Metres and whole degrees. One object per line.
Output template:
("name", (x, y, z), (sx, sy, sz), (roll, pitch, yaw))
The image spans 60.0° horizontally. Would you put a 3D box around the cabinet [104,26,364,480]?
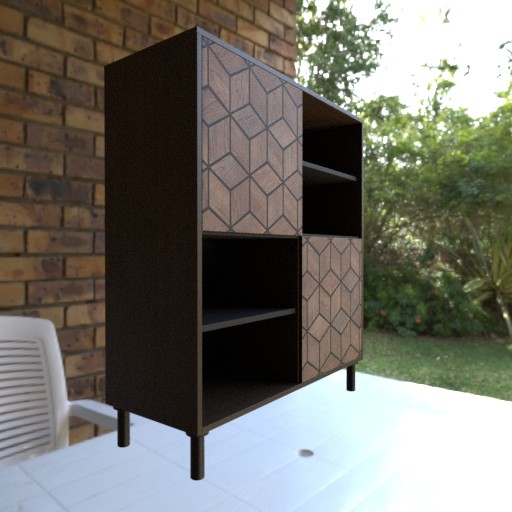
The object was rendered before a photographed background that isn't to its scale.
("cabinet", (0.000, 0.000, 1.644), (0.400, 1.170, 1.010), (0, 1, 37))
